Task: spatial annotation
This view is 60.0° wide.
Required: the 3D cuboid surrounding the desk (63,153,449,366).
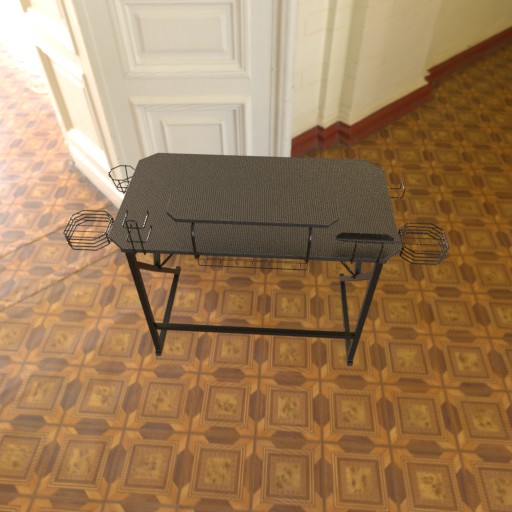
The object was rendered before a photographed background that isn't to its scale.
[{"bbox_3d":[0.000,0.000,1.809,1.290,0.880,0.580,2,47,2],"label":"desk"}]
